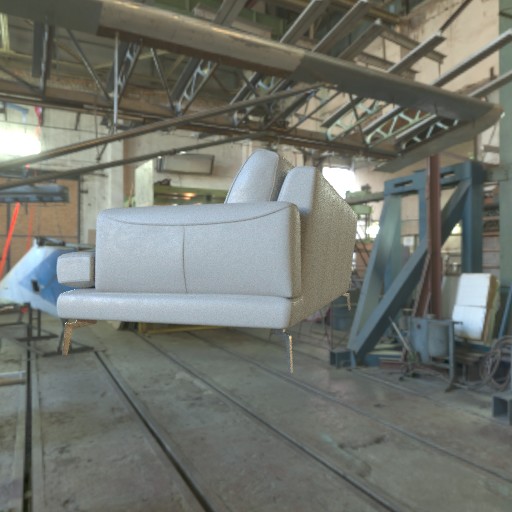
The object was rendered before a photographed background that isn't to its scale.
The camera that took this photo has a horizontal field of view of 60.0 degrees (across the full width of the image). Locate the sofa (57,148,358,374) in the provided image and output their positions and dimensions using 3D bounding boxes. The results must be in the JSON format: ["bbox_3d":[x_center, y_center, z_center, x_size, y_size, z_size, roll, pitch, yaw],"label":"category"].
[{"bbox_3d":[0.000,0.000,2.423,0.974,0.765,1.940,0,-1,18],"label":"sofa"}]
